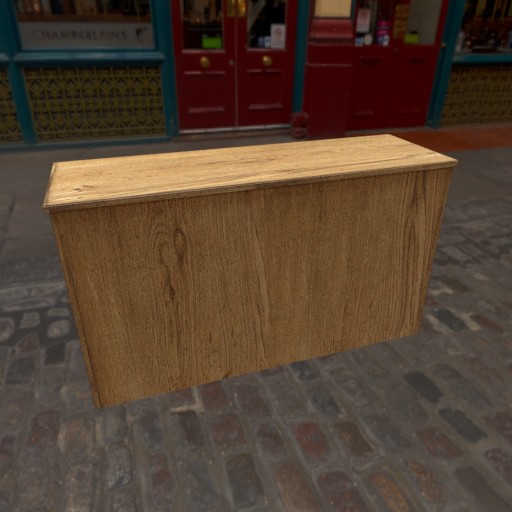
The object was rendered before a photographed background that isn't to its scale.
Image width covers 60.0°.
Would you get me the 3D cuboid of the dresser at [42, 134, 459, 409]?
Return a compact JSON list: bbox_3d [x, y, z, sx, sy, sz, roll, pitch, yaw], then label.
[{"bbox_3d":[0.000,0.000,2.128,1.657,0.932,0.563,-9,29,-16],"label":"dresser"}]
